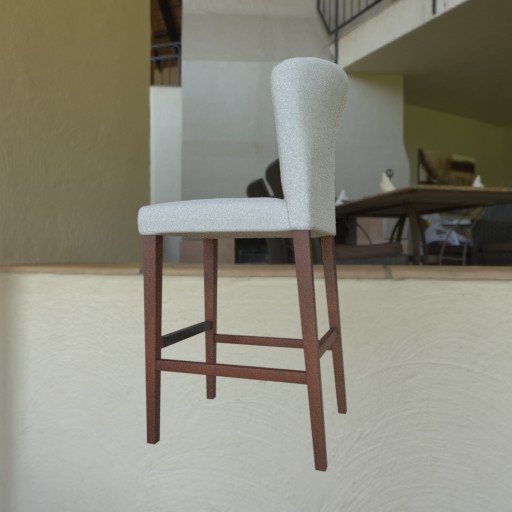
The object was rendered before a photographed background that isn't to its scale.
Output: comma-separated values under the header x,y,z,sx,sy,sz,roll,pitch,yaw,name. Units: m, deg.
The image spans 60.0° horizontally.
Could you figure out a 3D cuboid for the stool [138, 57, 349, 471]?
x,y,z,sx,sy,sz,roll,pitch,yaw,name
0.000,0.000,1.387,0.568,1.069,0.479,0,0,18,stool
